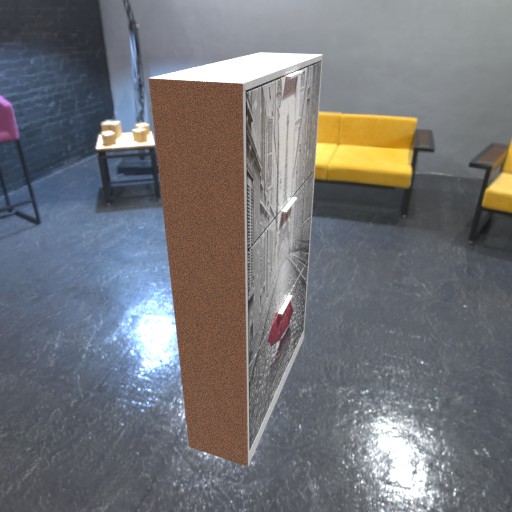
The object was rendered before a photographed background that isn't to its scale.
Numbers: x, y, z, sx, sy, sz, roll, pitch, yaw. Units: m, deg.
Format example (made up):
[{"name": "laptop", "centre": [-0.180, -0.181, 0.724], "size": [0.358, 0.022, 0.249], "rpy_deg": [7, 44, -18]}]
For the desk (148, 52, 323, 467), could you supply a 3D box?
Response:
[{"name": "desk", "centre": [0.000, 0.000, 1.602], "size": [0.250, 1.280, 0.750], "rpy_deg": [10, 31, 18]}]
